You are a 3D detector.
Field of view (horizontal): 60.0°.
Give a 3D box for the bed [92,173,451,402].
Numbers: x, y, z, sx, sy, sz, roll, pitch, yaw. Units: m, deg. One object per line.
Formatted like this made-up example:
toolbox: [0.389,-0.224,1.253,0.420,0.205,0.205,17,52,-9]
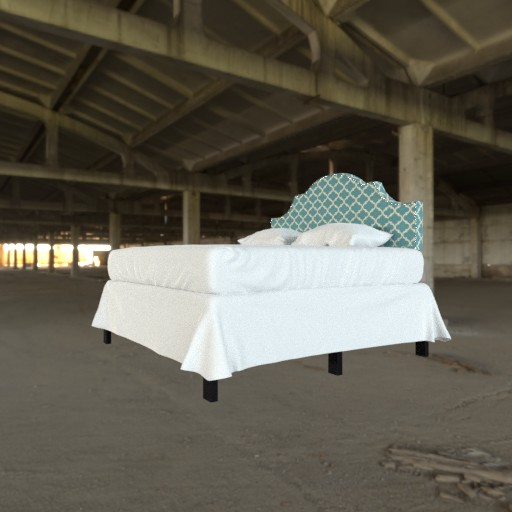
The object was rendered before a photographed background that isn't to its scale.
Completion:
bed: [0.000,0.000,3.805,2.222,1.601,2.314,0,0,-35]
